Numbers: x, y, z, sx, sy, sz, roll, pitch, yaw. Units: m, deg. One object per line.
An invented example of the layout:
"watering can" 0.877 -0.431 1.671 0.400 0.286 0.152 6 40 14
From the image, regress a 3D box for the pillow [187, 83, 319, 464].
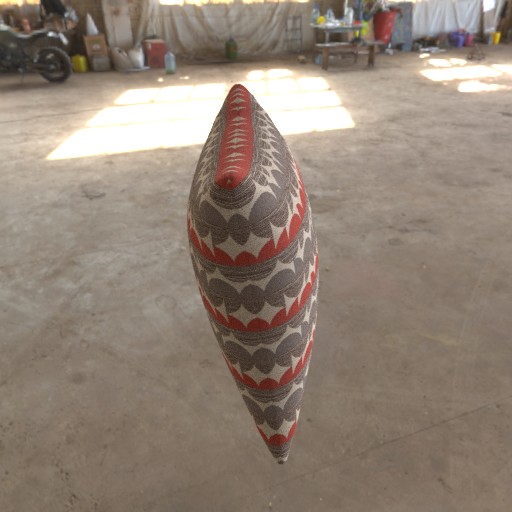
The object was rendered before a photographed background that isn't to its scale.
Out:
"pillow" 0.000 0.000 0.657 0.180 0.410 0.420 0 32 -1
